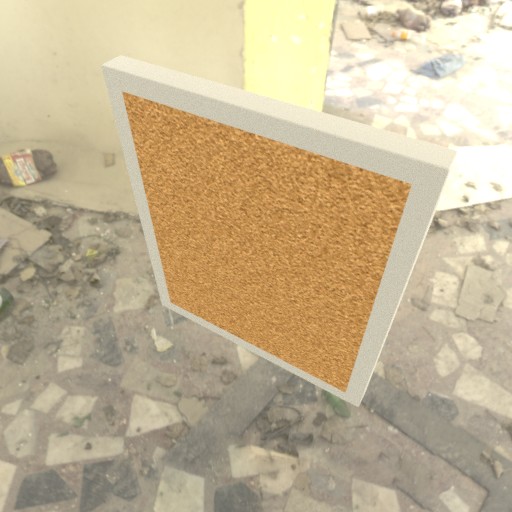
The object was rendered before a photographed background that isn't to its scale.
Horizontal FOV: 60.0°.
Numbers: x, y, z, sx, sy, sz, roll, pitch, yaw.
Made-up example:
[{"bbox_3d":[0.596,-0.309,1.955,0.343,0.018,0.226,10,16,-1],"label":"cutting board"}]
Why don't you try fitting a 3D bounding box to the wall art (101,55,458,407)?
[{"bbox_3d":[0.000,0.000,0.514,0.331,0.381,0.028,23,51,21],"label":"wall art"}]
